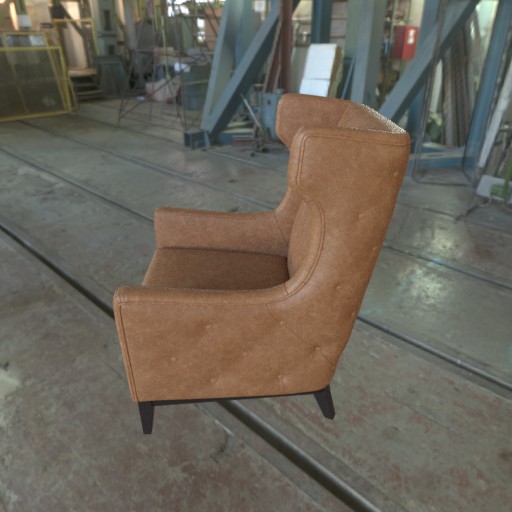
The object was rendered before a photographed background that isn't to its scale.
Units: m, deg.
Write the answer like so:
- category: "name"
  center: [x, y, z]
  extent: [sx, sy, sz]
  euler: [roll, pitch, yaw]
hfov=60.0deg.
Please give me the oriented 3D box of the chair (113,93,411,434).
- category: "chair"
  center: [0.000, 0.000, 1.667]
  extent: [0.899, 1.079, 0.766]
  euler: [0, 27, -1]
